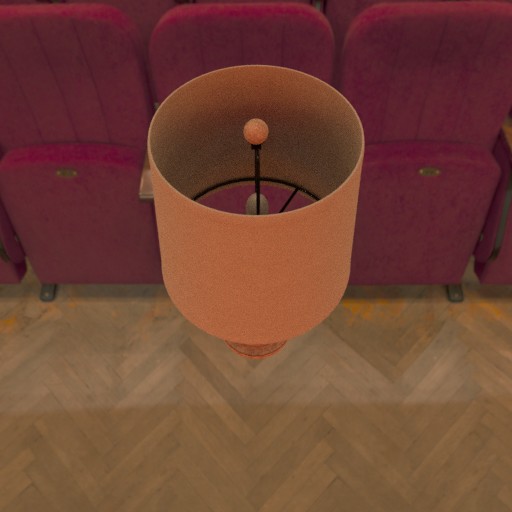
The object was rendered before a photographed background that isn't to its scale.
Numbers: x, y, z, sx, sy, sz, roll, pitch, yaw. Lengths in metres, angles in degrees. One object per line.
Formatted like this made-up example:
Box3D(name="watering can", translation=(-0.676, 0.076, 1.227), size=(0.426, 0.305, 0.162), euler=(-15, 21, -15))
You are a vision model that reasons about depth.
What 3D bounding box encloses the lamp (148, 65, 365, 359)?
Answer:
Box3D(name="lamp", translation=(0.000, 0.000, 0.647), size=(0.273, 0.497, 0.273), euler=(0, 58, 0))
